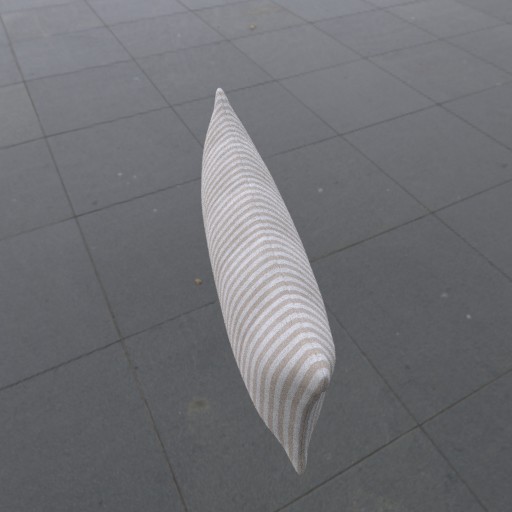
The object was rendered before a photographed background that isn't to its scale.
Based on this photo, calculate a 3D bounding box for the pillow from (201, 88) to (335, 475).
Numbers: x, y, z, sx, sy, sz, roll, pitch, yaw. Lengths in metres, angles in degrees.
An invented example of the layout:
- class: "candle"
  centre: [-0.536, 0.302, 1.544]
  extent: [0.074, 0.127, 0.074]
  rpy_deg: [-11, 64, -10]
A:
- class: "pillow"
  centre: [0.000, 0.000, 0.741]
  extent: [0.151, 0.295, 0.617]
  rpy_deg: [-10, 48, -9]
